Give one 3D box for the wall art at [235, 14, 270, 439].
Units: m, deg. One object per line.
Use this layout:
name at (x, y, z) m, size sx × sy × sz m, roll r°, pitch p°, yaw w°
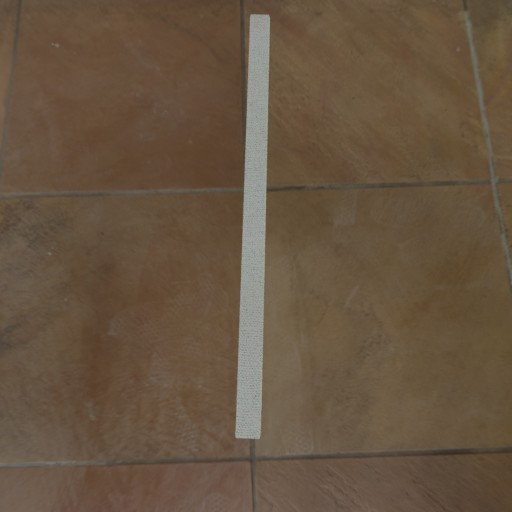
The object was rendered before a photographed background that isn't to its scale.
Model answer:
wall art at (0.000, 0.000, 0.598) m, size 0.023 × 0.405 × 0.405 m, roll 1°, pitch 75°, yaw 0°
